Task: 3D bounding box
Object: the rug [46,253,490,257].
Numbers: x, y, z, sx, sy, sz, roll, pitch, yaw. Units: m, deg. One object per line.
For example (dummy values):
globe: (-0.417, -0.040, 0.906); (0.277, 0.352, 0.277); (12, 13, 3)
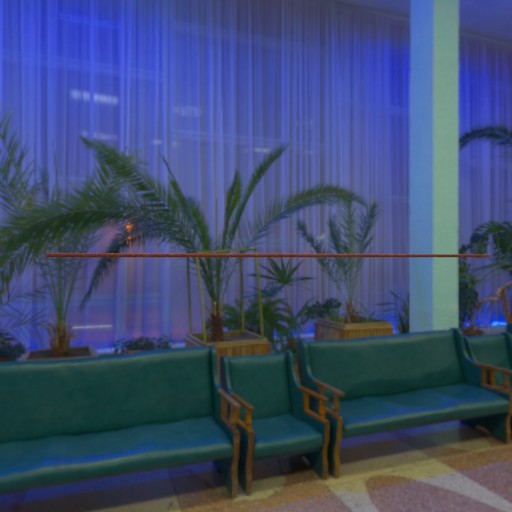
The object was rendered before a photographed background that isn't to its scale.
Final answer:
rug: (0.000, 0.000, 2.292); (1.829, 0.014, 1.219); (0, 0, -19)
